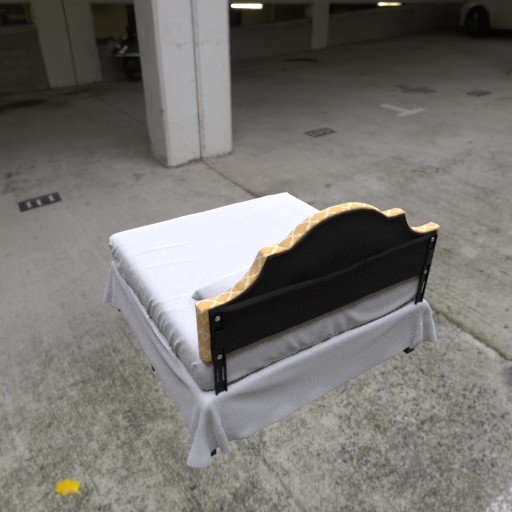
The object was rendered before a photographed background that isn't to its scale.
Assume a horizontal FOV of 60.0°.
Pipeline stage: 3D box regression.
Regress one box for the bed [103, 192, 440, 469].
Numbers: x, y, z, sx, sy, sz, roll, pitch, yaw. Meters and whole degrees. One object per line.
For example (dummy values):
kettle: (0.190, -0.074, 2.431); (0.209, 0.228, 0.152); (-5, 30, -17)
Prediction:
bed: (0.000, 0.000, 3.756); (2.314, 1.601, 2.222); (-17, 34, -27)
